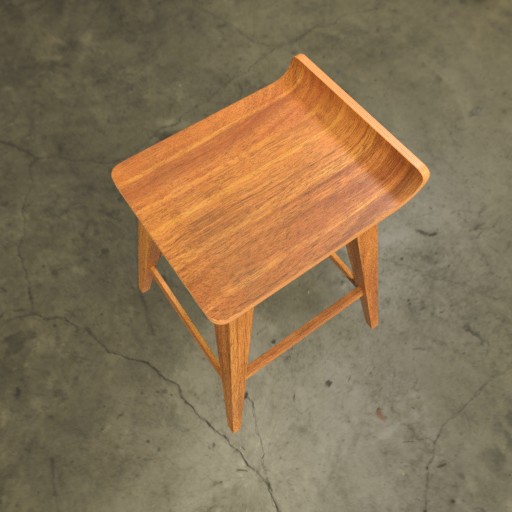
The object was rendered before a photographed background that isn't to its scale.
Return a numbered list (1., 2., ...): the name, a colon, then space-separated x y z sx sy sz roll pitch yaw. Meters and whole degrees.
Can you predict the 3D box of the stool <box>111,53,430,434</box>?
1. stool: 0.000 0.000 1.002 0.500 0.650 0.500 -33 68 -15
